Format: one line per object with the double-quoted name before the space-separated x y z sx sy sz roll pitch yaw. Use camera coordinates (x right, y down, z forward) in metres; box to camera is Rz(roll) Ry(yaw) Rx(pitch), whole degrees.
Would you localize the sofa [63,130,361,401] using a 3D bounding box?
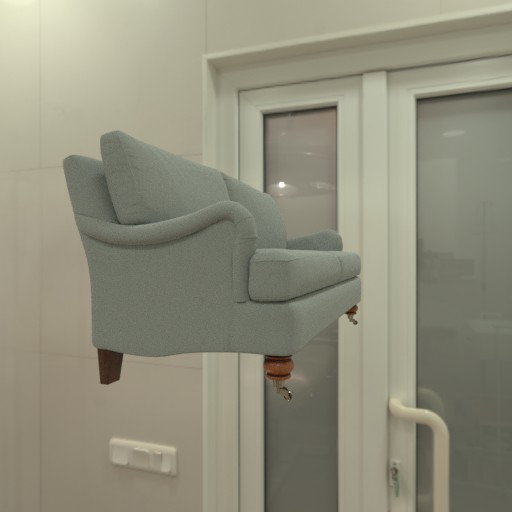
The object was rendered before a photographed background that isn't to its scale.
"sofa" 0.000 0.000 2.761 1.069 1.096 2.193 0 0 20
